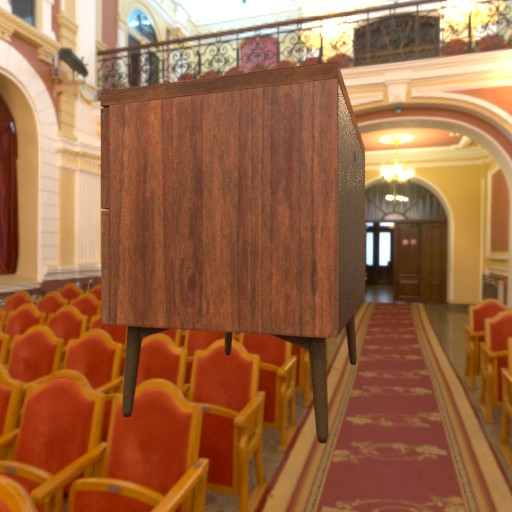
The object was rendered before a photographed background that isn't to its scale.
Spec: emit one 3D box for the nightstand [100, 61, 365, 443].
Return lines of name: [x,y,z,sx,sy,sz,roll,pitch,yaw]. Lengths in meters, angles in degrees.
nightstand: [0.000,0.000,1.046,0.458,0.610,0.610,0,1,18]
